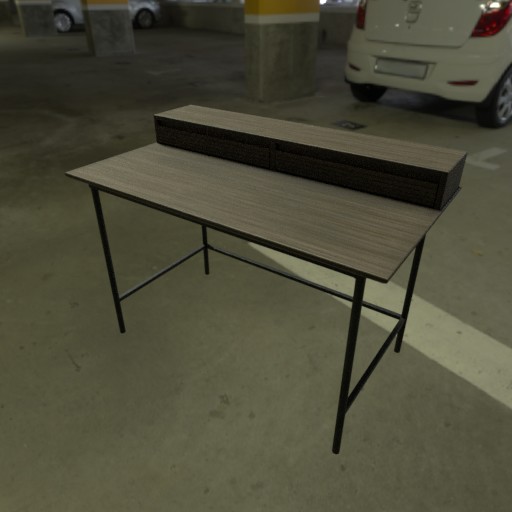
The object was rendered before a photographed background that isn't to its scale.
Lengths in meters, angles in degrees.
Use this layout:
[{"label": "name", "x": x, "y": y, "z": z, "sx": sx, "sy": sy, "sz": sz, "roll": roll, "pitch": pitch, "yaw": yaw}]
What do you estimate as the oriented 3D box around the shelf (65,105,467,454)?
[{"label": "shelf", "x": 0.000, "y": 0.000, "z": 1.709, "sx": 1.212, "sy": 0.865, "sz": 0.685, "roll": 20, "pitch": 36, "yaw": 29}]
